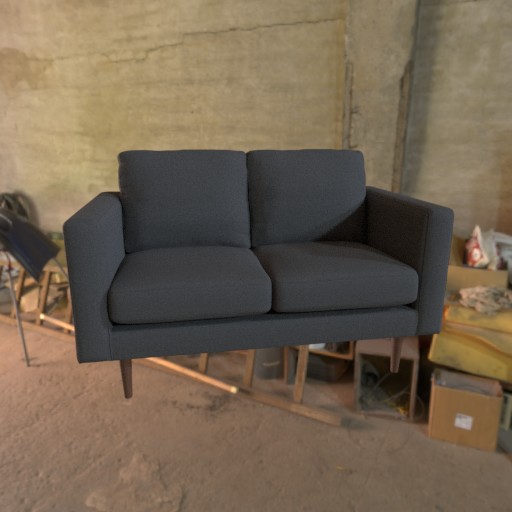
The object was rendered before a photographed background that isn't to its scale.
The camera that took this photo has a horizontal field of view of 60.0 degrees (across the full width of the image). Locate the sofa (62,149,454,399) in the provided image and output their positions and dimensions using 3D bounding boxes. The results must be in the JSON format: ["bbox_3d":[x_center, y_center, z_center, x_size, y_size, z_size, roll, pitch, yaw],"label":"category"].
[{"bbox_3d":[0.000,0.000,1.971,1.430,0.908,0.796,-3,16,-10],"label":"sofa"}]
